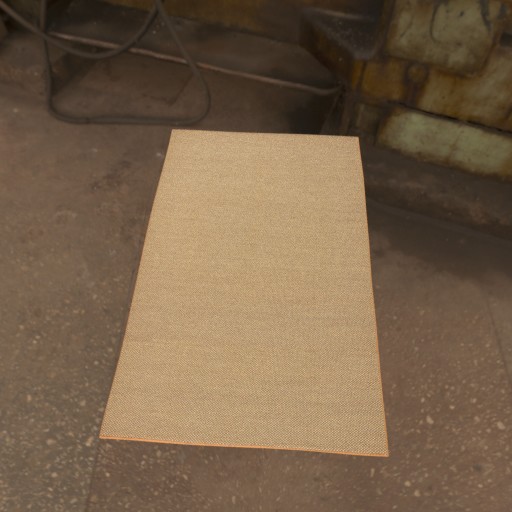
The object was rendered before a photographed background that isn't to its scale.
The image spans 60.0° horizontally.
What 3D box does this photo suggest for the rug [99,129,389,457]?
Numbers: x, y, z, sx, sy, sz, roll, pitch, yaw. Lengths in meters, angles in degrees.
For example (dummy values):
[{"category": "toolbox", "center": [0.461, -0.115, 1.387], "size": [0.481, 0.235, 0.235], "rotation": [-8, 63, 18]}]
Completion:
[{"category": "rug", "center": [0.000, 0.000, 2.078], "size": [1.078, 0.013, 1.678], "rotation": [3, 57, 2]}]
